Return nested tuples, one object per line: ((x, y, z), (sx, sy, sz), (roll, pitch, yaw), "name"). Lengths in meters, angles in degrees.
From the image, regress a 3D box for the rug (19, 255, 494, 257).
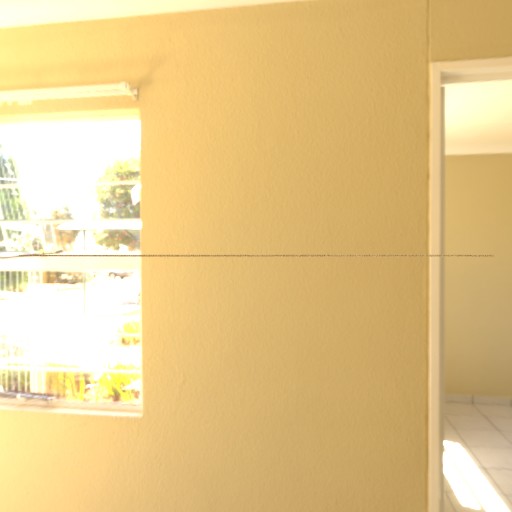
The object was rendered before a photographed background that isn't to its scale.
((0.000, 0.000, 2.203), (1.752, 0.006, 1.142), (0, 0, -1), "rug")
